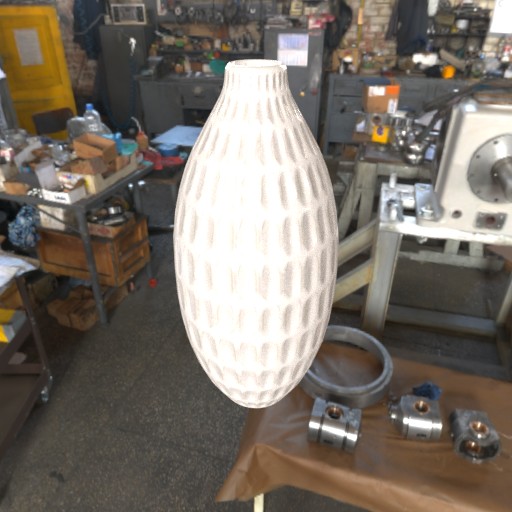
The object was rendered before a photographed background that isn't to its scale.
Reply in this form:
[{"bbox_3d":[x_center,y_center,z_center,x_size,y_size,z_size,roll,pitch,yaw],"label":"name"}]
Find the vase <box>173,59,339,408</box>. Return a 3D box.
[{"bbox_3d":[0.000,0.000,0.350,0.127,0.282,0.127,0,31,0],"label":"vase"}]
